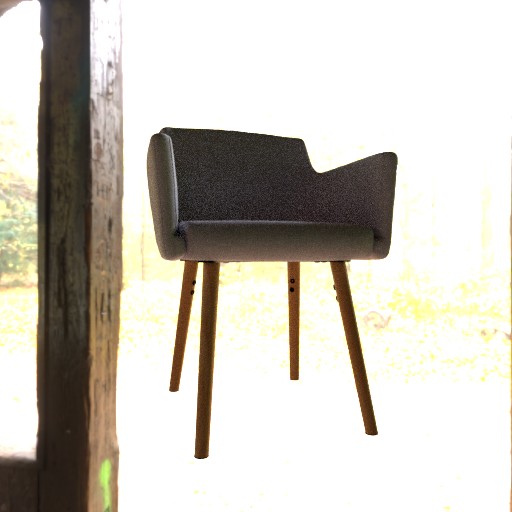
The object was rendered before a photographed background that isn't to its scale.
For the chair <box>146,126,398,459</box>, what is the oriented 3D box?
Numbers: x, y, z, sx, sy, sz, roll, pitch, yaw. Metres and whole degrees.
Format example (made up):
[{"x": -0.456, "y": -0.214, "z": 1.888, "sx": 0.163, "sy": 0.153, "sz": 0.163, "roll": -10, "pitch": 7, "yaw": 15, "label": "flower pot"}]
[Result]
[{"x": 0.000, "y": 0.000, "z": 1.162, "sx": 0.570, "sy": 0.780, "sz": 0.540, "roll": 0, "pitch": 0, "yaw": -17, "label": "chair"}]
